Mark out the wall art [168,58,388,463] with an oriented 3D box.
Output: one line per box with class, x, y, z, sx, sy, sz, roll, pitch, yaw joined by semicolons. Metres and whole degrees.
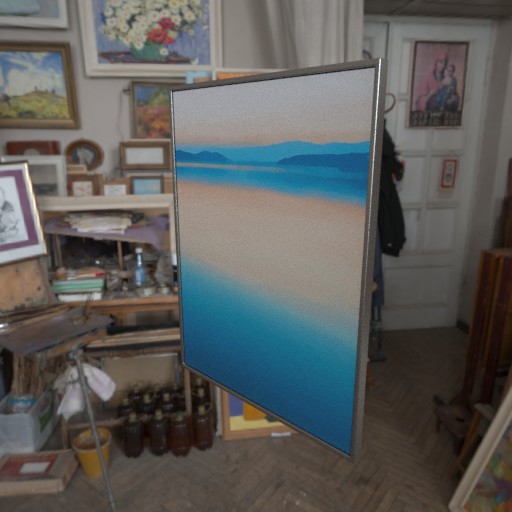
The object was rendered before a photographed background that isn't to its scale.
wall art;0.000;0.000;1.397;0.801;1.062;0.037;14;20;42
